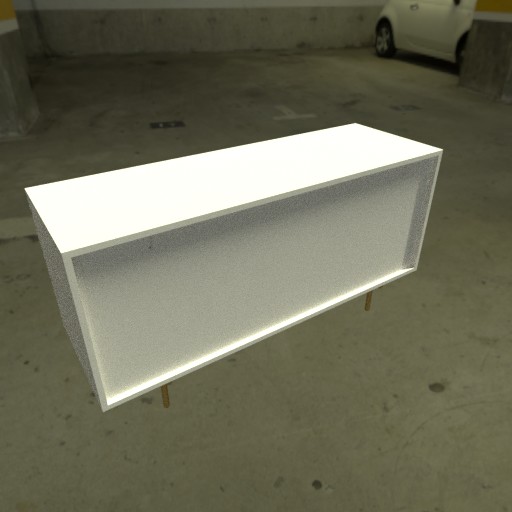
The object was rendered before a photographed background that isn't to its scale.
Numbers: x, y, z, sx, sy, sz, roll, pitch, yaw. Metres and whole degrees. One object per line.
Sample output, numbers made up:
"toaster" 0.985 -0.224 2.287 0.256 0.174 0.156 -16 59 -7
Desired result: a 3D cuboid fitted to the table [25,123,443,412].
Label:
"table" 0.000 0.000 1.836 1.500 0.769 0.508 -19 36 -28
